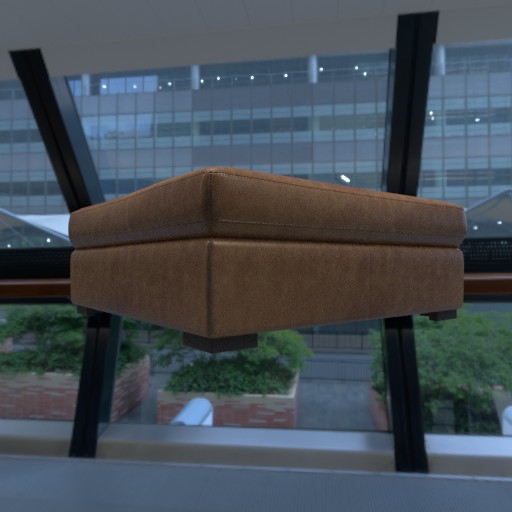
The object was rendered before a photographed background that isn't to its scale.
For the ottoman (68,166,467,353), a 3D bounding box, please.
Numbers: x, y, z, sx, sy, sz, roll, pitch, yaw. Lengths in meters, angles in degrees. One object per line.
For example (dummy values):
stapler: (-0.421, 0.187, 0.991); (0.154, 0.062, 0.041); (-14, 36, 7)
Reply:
ottoman: (0.000, 0.000, 1.804); (1.169, 0.483, 1.168); (1, -1, -37)
